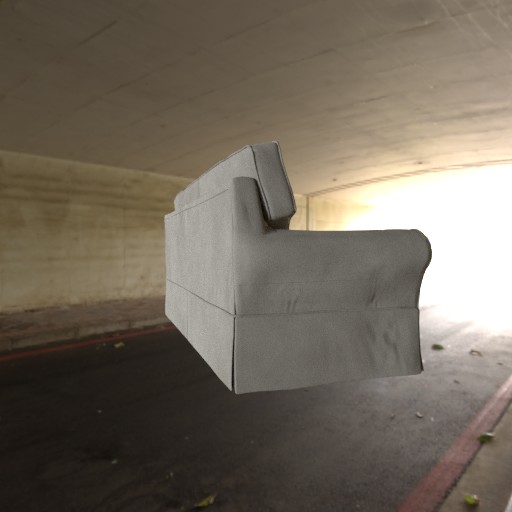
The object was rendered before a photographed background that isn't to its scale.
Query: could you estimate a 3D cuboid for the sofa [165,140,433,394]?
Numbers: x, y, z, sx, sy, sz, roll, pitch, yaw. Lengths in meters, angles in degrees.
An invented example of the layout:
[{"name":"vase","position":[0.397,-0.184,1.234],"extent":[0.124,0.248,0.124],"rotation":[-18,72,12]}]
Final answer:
[{"name":"sofa","position":[0.000,0.000,2.809],"extent":[0.900,1.014,2.246],"rotation":[0,1,-19]}]
